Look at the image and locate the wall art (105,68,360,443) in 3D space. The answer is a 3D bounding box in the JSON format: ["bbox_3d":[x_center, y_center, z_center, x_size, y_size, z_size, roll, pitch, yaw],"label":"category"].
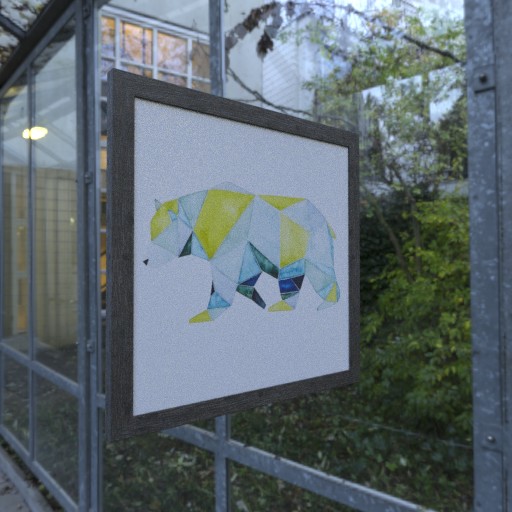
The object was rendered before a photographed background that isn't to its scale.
[{"bbox_3d":[0.000,0.000,0.691,0.462,0.459,0.027,1,-1,-37],"label":"wall art"}]
